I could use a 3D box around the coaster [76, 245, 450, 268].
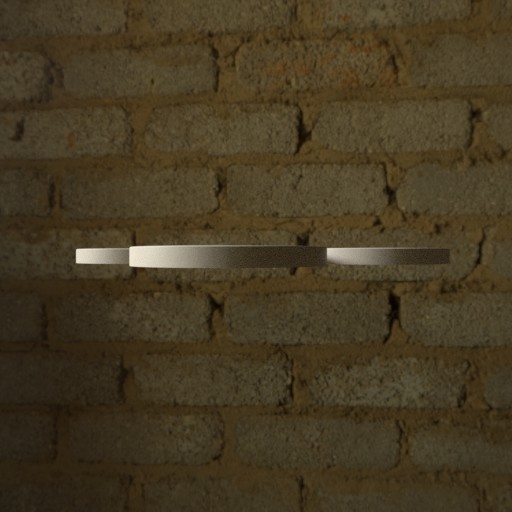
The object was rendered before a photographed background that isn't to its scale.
[{"bbox_3d":[0.000,0.000,0.328,0.224,0.010,0.220,0,0,-35],"label":"coaster"}]
